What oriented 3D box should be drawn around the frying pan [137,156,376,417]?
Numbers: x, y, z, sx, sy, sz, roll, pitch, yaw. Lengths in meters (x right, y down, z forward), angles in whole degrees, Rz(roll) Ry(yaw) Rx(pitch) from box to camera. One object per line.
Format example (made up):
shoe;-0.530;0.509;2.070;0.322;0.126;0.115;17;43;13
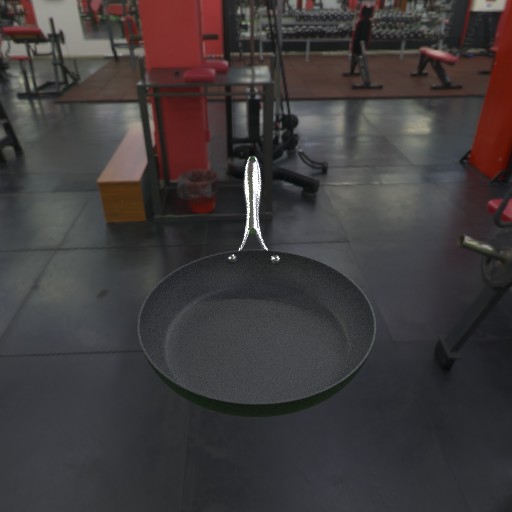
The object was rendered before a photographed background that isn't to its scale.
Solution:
frying pan;0.000;0.000;0.577;0.255;0.105;0.472;0;32;0
